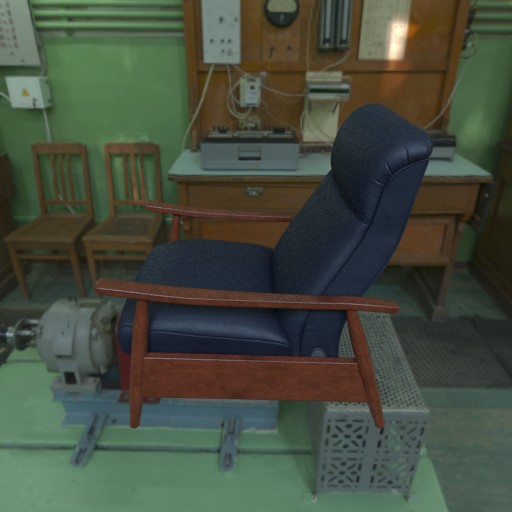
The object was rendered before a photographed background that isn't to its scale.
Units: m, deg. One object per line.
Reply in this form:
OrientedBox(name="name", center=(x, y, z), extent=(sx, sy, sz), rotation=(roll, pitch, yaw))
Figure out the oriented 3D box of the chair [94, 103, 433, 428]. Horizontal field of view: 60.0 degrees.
OrientedBox(name="chair", center=(0.000, 0.000, 1.748), extent=(1.014, 1.082, 0.762), rotation=(0, 28, 0))
